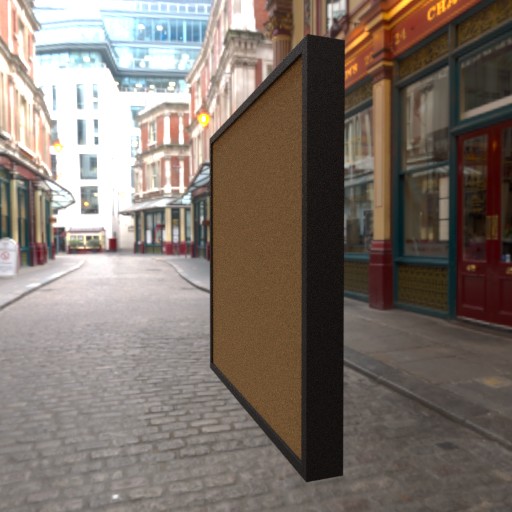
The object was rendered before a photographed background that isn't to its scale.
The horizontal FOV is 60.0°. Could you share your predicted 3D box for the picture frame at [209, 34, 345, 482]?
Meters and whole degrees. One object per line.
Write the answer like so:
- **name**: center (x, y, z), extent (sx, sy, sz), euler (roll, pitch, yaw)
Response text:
- **picture frame**: center (0.000, 0.000, 0.468), extent (0.030, 0.317, 0.317), euler (0, 1, -18)
